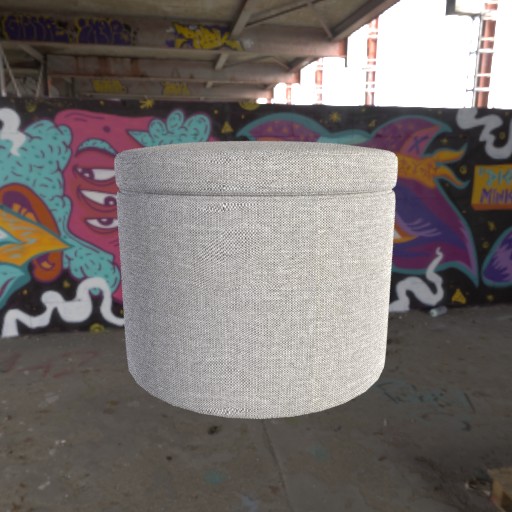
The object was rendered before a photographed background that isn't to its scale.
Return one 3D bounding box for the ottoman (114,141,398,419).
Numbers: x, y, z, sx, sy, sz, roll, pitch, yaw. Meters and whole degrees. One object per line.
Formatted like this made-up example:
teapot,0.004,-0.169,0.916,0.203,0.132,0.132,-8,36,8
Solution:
ottoman,0.000,0.000,0.853,0.500,0.419,0.500,0,12,0
